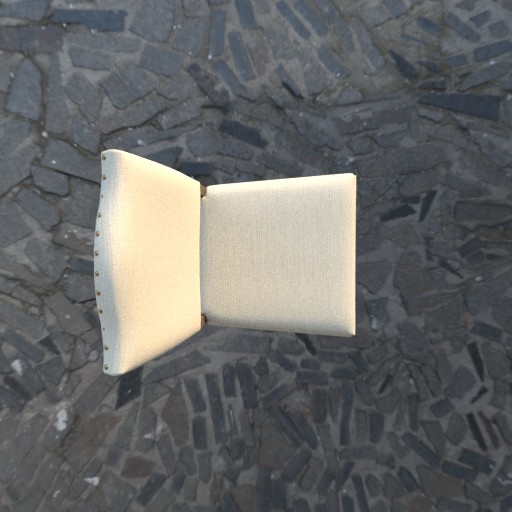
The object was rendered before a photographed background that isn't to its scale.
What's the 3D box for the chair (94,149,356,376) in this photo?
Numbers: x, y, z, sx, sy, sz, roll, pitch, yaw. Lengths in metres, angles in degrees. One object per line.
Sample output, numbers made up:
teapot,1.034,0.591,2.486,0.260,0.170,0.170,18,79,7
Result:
chair,0.000,0.000,1.324,0.619,1.015,0.508,0,92,-1
